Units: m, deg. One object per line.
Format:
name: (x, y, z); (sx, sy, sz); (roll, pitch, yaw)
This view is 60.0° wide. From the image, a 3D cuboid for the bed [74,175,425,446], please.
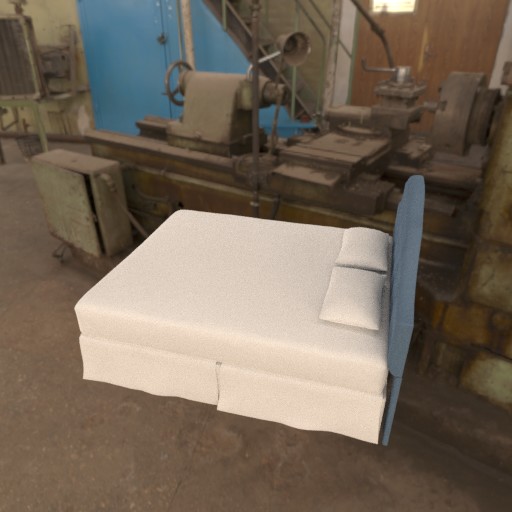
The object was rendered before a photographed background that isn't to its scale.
bed: (0.000, 0.000, 3.822); (2.477, 1.617, 2.039); (8, 31, 14)
